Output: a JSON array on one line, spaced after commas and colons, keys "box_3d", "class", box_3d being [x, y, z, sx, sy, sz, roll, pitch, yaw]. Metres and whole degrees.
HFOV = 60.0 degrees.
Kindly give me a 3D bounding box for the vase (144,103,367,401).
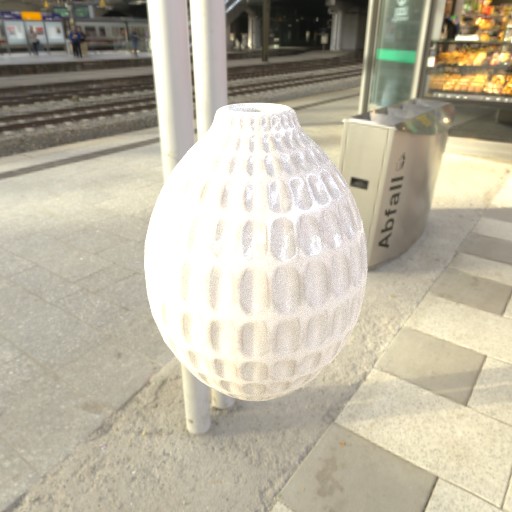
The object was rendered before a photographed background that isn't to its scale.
[{"box_3d": [0.000, 0.000, 0.260, 0.128, 0.167, 0.128, 0, 26, 0], "class": "vase"}]
